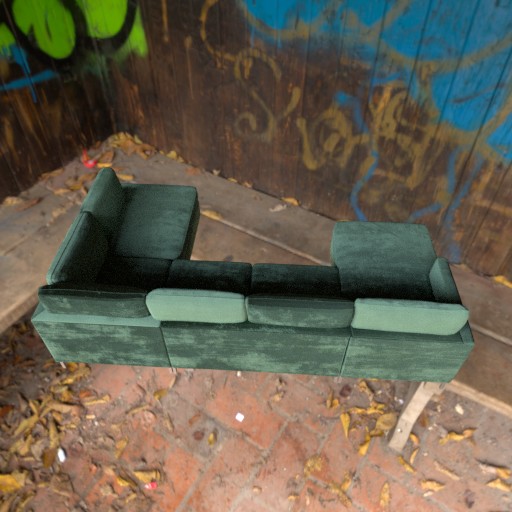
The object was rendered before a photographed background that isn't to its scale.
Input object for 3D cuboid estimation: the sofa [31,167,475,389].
[{"bbox_3d":[0.000,0.000,4.232,3.434,0.992,2.055,2,46,2],"label":"sofa"}]
